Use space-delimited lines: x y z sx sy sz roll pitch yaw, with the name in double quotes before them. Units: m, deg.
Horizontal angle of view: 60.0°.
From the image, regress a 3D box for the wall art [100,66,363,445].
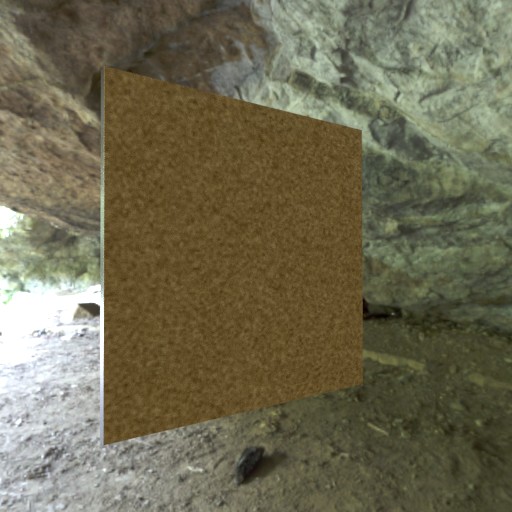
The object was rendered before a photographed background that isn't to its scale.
"wall art" 0.000 0.000 0.653 0.446 0.445 0.014 1 -1 -35
